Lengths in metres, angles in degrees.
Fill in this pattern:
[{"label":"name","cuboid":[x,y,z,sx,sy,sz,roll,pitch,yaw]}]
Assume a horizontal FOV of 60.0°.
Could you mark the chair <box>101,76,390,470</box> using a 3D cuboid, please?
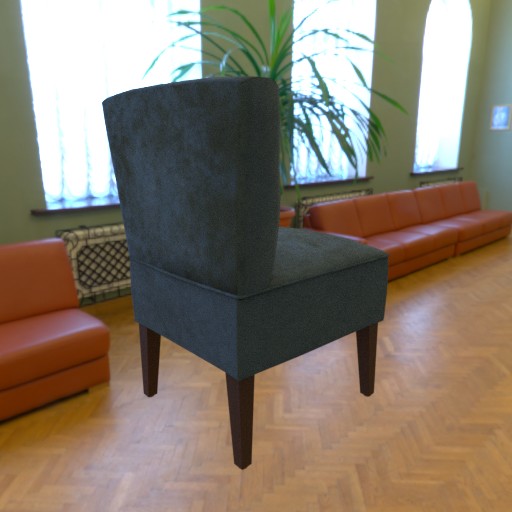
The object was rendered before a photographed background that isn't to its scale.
[{"label":"chair","cuboid":[0.000,0.000,1.155,0.551,0.806,0.521,-14,20,-42]}]
